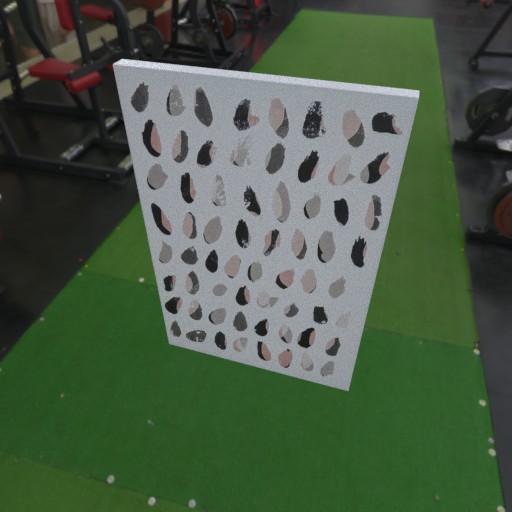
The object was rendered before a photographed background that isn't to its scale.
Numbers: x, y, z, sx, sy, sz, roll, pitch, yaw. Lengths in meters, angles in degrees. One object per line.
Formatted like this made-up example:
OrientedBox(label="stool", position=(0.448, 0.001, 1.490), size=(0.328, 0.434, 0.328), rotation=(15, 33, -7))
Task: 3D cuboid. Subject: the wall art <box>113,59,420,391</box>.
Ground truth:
OrientedBox(label="wall art", position=(0.000, 0.000, 1.156), size=(0.610, 0.916, 0.037), rotation=(12, 42, 13))
